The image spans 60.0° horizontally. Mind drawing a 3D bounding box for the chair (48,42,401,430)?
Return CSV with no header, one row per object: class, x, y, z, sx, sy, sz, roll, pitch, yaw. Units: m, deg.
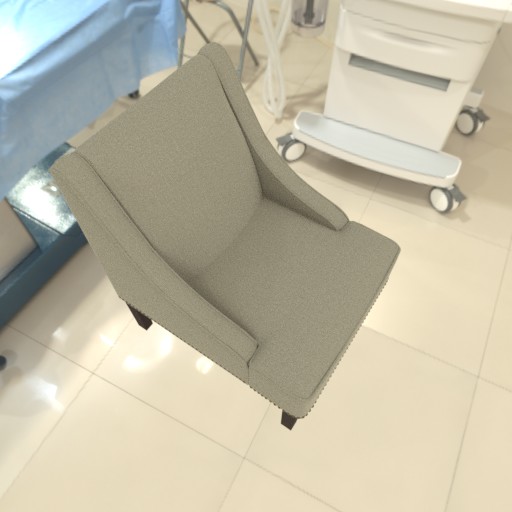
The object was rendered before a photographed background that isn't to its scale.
chair,0.000,0.000,1.364,0.737,0.864,0.610,30,62,18
